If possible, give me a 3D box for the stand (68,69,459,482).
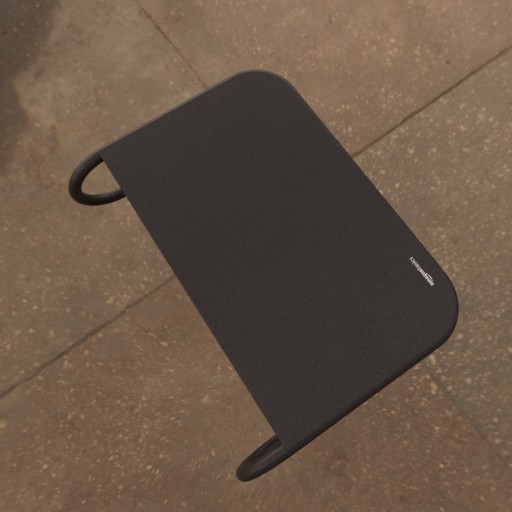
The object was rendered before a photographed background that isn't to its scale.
[{"bbox_3d":[0.000,0.000,0.498,0.280,0.108,0.370,-32,76,-9],"label":"stand"}]
